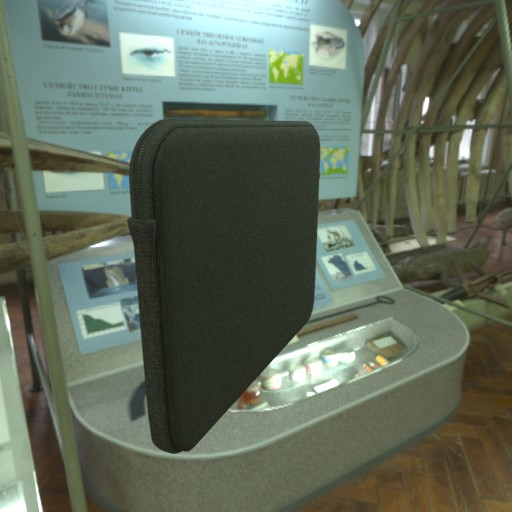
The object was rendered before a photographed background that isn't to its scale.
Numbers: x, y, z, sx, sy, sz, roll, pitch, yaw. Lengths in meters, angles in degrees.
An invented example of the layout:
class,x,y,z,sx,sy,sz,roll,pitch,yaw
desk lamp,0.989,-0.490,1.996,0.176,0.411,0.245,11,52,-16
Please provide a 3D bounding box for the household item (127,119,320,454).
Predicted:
class,x,y,z,sx,sy,sz,roll,pitch,yaw
household item,0.000,0.000,0.521,0.030,0.305,0.396,8,18,25
